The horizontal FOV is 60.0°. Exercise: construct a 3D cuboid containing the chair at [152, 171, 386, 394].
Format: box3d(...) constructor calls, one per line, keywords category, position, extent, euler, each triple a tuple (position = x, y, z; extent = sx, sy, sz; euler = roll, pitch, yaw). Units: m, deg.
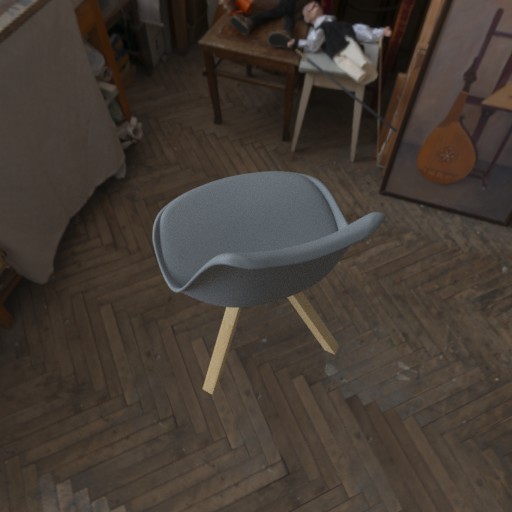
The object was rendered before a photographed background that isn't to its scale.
box3d(category="chair", position=(0.000, 0.000, 1.148), extent=(0.485, 0.850, 0.549), euler=(-16, 59, -9))
